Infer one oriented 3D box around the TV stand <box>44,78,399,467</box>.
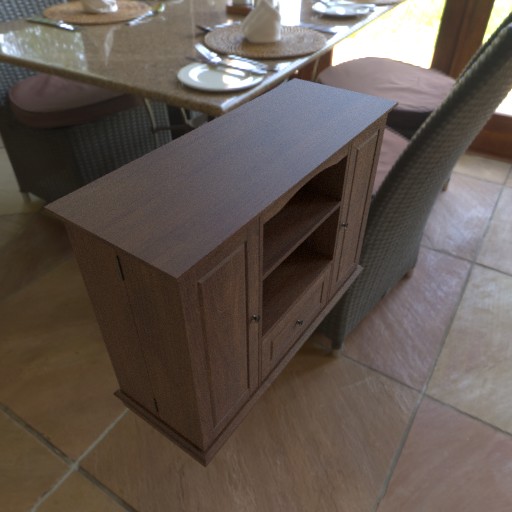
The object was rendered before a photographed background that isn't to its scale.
[{"bbox_3d":[0.000,0.000,1.495,0.406,0.813,1.067,25,46,27],"label":"TV stand"}]
